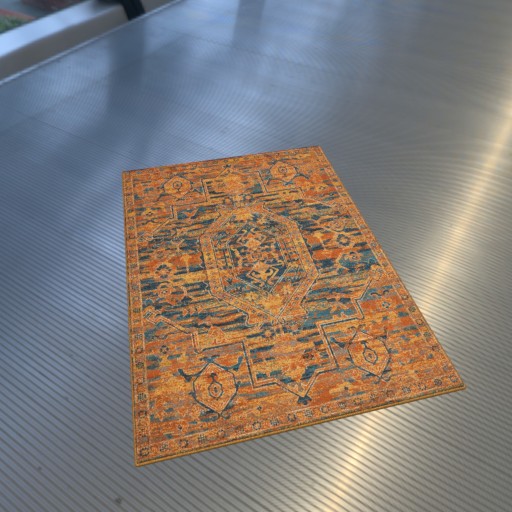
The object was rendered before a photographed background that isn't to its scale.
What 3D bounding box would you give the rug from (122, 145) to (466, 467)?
[{"bbox_3d":[0.000,0.000,2.768,1.588,0.024,2.204,-10,47,-9],"label":"rug"}]
